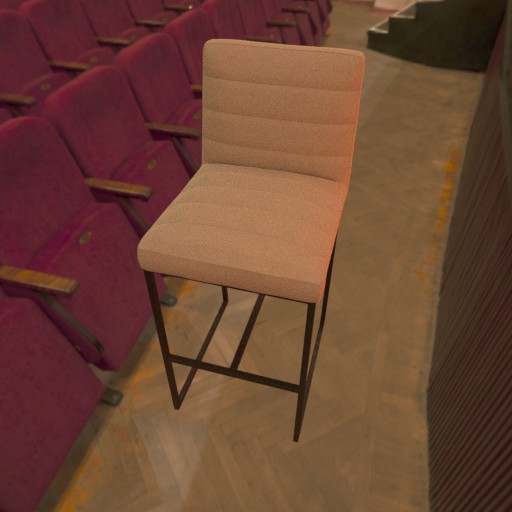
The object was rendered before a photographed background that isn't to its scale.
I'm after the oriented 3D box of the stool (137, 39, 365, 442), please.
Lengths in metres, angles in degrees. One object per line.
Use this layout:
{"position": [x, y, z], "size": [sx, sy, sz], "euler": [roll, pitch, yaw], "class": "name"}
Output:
{"position": [0.000, 0.000, 1.338], "size": [0.464, 1.061, 0.573], "euler": [10, 41, 12], "class": "stool"}
